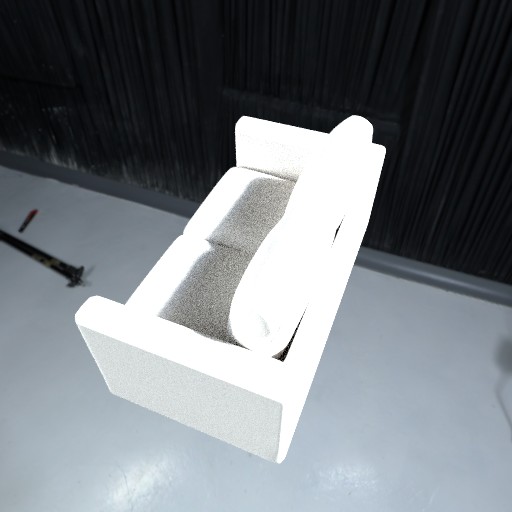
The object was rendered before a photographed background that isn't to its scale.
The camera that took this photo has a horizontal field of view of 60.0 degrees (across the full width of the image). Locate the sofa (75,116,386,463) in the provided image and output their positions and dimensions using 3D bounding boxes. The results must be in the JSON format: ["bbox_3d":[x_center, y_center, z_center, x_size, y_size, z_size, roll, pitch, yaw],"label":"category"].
[{"bbox_3d":[0.000,0.000,1.990,0.796,0.908,1.430,17,49,15],"label":"sofa"}]
